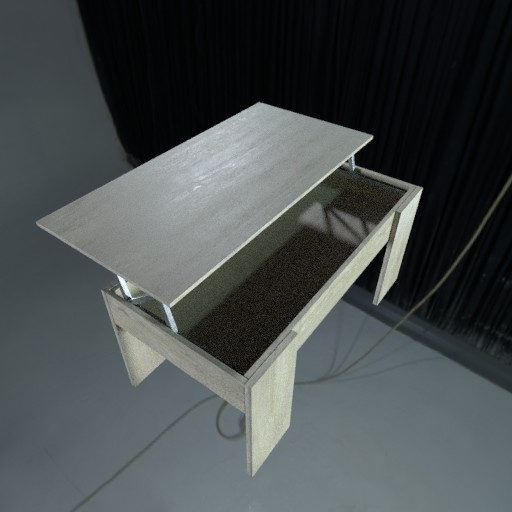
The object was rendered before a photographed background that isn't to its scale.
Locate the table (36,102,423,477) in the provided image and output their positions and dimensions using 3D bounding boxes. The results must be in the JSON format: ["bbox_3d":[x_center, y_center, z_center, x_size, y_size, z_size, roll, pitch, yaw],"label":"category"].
[{"bbox_3d":[0.000,0.000,1.502,0.711,0.570,1.000,26,47,27],"label":"table"}]
